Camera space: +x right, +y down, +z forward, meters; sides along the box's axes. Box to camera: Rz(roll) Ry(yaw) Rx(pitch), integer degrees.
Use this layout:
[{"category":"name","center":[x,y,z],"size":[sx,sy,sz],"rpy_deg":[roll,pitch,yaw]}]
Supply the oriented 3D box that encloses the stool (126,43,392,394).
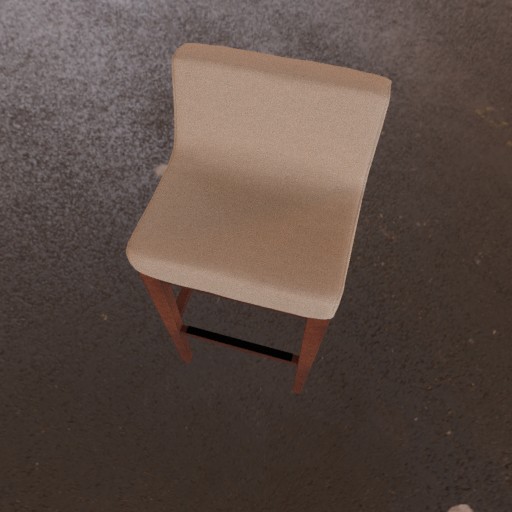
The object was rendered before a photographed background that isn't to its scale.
[{"category":"stool","center":[0.000,0.000,1.334],"size":[0.511,1.037,0.500],"rpy_deg":[14,59,8]}]
